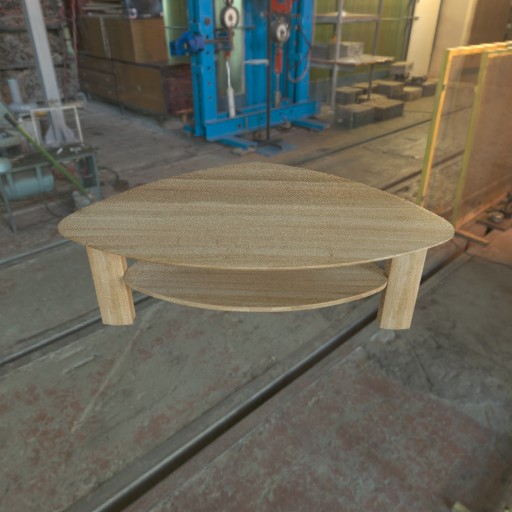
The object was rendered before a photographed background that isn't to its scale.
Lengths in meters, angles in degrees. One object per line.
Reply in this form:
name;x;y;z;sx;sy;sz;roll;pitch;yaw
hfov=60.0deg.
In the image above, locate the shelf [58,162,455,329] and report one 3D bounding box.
shelf;0.000;0.000;1.660;1.240;0.439;0.863;1;30;1
